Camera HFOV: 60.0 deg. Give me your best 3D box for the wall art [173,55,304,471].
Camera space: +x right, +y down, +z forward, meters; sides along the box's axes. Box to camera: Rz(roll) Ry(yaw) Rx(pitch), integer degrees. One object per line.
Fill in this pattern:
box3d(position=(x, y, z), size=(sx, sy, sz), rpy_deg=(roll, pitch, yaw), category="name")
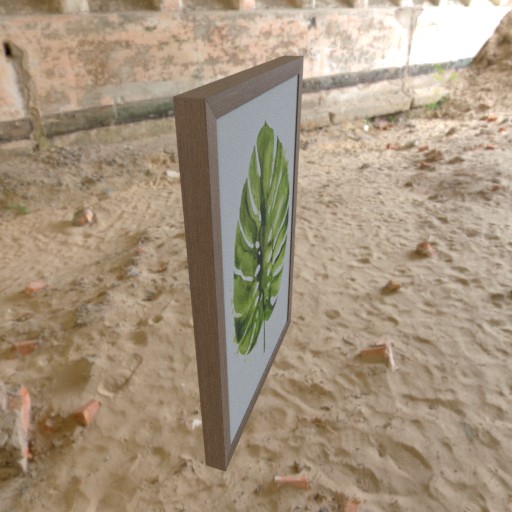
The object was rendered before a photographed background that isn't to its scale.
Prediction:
box3d(position=(0.000, 0.000, 0.656), size=(0.032, 0.510, 0.358), rpy_deg=(10, 31, 16), category="wall art")
